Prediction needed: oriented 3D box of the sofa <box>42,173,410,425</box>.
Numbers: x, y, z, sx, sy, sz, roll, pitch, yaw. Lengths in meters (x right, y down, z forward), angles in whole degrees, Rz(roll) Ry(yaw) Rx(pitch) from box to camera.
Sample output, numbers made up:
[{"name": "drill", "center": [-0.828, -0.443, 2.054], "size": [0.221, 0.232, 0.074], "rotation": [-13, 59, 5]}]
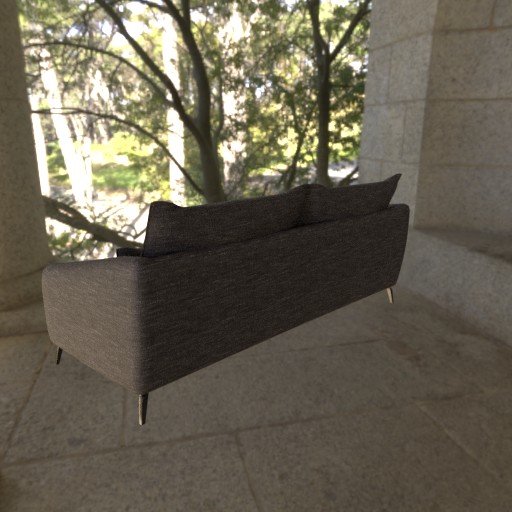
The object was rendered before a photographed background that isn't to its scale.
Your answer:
[{"name": "sofa", "center": [0.000, 0.000, 2.429], "size": [2.019, 0.843, 0.807], "rotation": [-14, 21, -42]}]
